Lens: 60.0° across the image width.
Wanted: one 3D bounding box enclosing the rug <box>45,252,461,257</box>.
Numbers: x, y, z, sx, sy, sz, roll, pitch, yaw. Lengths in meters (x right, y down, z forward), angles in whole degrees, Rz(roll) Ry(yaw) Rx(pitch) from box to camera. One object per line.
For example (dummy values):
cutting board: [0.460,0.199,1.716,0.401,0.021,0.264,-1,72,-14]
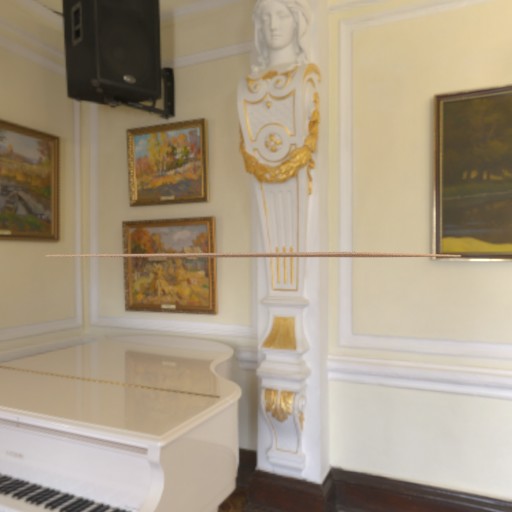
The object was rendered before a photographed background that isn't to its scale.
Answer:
rug: [0.000,0.000,3.921,2.895,0.018,2.288,0,-1,36]
